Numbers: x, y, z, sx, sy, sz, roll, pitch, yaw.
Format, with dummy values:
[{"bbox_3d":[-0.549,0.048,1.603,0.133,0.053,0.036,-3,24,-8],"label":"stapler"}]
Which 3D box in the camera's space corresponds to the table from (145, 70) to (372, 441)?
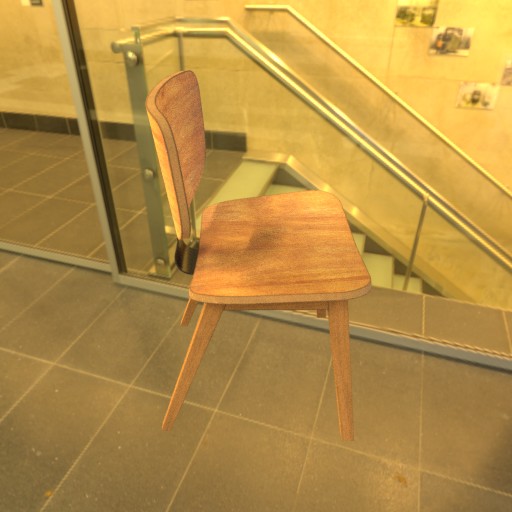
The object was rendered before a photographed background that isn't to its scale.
[{"bbox_3d":[0.000,0.000,1.110,0.500,0.805,0.499,-1,34,-1],"label":"table"}]
